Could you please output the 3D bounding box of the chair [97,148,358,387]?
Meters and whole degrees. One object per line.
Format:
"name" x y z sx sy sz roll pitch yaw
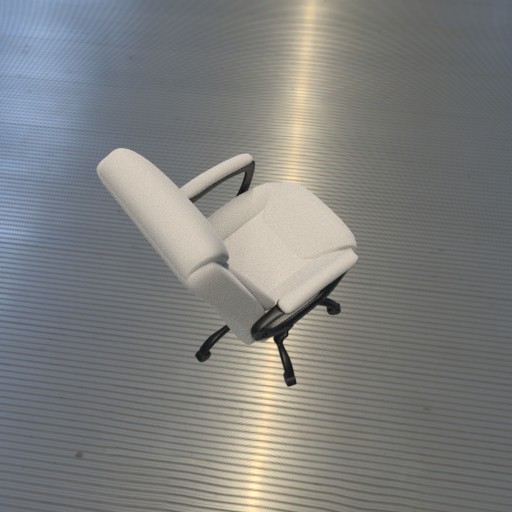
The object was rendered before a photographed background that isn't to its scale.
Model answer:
"chair" 0.000 0.000 1.490 0.669 1.065 0.663 -34 65 -19
